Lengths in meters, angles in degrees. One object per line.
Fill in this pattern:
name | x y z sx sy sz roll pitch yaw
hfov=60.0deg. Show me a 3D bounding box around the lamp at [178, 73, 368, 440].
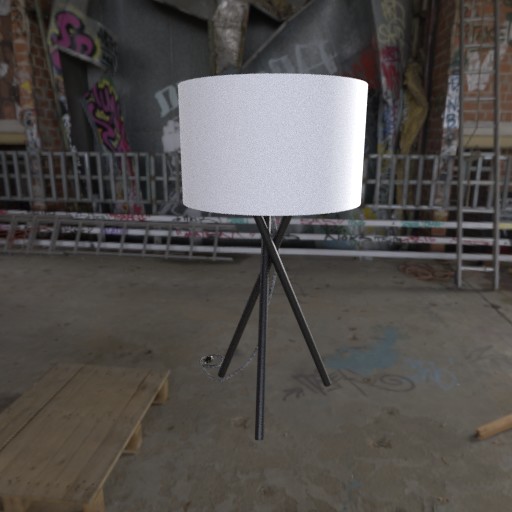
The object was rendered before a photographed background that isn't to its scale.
lamp | 0.000 0.000 0.944 0.422 0.674 0.353 7 16 26
